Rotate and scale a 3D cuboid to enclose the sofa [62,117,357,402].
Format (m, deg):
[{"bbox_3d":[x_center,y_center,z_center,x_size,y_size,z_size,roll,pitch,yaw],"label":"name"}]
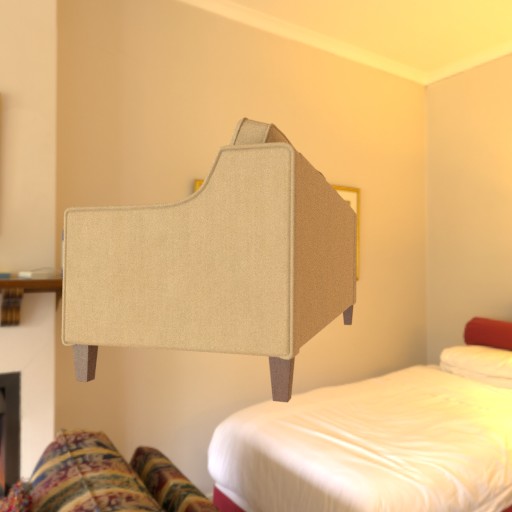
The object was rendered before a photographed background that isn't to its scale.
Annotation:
[{"bbox_3d":[0.000,0.000,2.467,0.911,0.974,1.986,0,-1,18],"label":"sofa"}]
